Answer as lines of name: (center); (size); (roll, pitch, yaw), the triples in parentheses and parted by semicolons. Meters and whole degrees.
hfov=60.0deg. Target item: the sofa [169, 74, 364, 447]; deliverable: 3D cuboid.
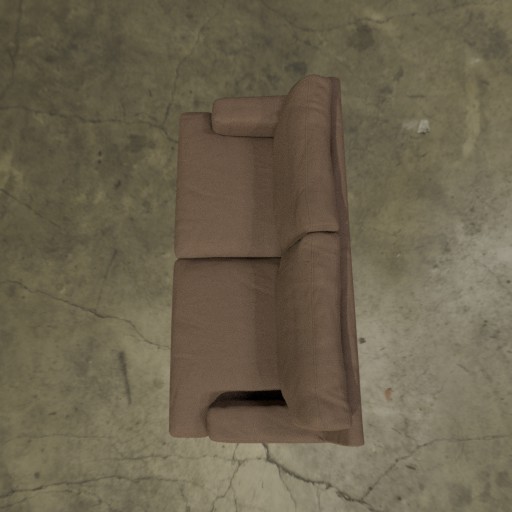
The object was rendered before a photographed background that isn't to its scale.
sofa: (0.000, 0.000, 2.893); (1.140, 0.950, 2.274); (-1, 76, 0)
